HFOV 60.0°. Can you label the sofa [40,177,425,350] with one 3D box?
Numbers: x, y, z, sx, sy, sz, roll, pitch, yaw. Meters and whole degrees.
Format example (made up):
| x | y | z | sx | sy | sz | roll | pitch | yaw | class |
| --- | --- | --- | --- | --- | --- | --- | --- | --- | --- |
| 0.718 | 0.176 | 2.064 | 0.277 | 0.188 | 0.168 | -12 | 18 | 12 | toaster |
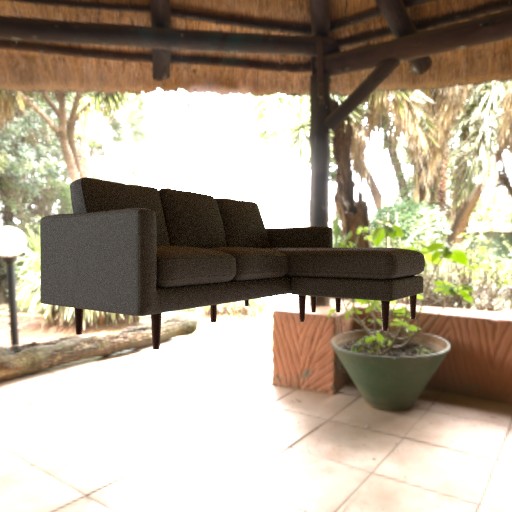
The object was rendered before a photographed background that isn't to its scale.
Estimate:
| x | y | z | sx | sy | sz | roll | pitch | yaw | class |
| --- | --- | --- | --- | --- | --- | --- | --- | --- | --- |
| 0.000 | 0.000 | 2.955 | 1.667 | 0.957 | 2.055 | 0 | 1 | 36 | sofa |
